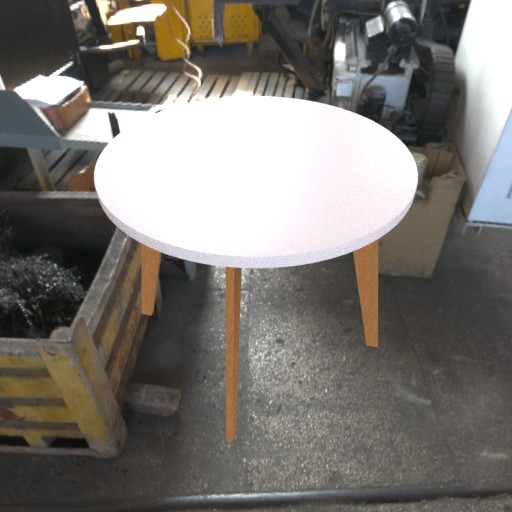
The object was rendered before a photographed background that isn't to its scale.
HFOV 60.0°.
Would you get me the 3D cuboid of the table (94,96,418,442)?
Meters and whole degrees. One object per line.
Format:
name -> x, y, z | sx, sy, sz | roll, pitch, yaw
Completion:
table -> 0.000, 0.000, 1.518 | 0.896, 0.762, 0.896 | 0, 41, 0
